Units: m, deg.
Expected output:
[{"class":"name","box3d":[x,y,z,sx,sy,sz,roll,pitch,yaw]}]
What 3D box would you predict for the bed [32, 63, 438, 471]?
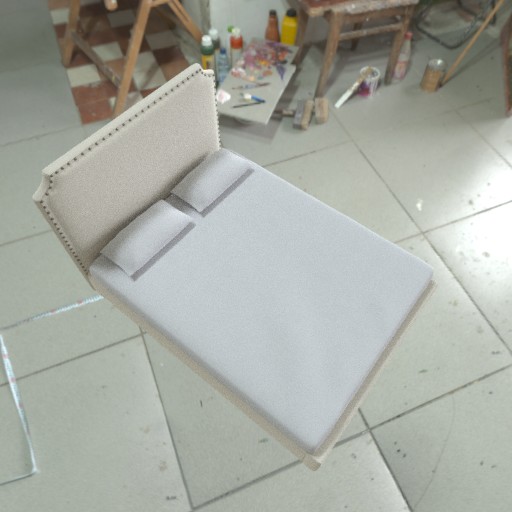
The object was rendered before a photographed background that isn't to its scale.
[{"class":"bed","box3d":[0.000,0.000,3.303,2.372,1.497,1.712,34,63,20]}]
